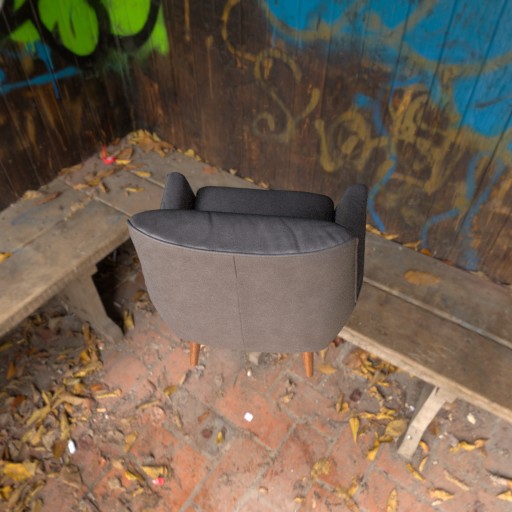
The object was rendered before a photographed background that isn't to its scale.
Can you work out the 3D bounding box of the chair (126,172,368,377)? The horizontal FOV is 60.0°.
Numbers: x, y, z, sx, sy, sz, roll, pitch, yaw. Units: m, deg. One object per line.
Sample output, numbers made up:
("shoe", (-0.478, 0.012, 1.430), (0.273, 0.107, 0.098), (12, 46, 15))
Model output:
("chair", (0.000, 0.000, 1.495), (0.787, 0.888, 0.822), (4, 46, 4))
